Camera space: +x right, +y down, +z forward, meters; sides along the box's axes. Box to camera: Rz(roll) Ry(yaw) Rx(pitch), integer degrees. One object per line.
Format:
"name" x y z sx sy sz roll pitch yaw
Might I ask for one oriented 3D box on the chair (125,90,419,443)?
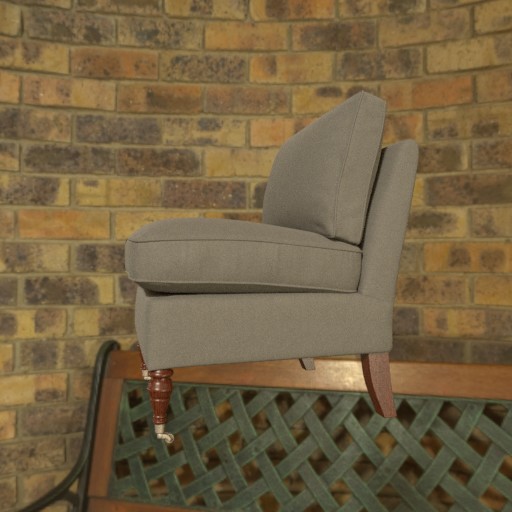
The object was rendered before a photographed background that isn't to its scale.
"chair" 0.000 0.000 1.642 0.924 1.045 0.724 0 0 -18
